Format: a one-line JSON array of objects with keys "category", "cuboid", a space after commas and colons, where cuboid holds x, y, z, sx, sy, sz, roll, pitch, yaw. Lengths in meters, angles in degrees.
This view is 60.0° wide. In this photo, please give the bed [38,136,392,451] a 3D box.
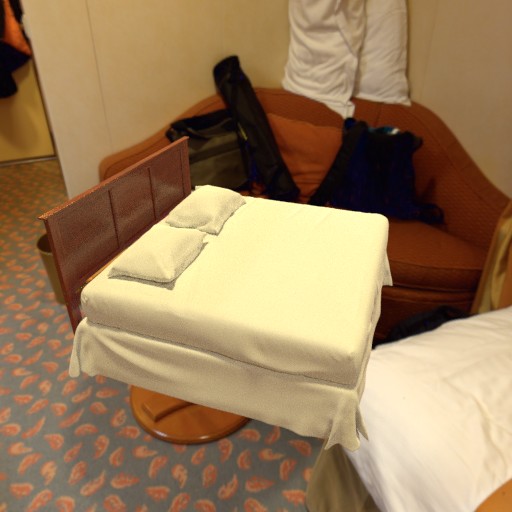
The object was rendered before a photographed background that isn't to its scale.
[{"category": "bed", "cuboid": [0.000, 0.000, 3.639, 2.219, 1.271, 2.314, 10, 32, 17]}]
